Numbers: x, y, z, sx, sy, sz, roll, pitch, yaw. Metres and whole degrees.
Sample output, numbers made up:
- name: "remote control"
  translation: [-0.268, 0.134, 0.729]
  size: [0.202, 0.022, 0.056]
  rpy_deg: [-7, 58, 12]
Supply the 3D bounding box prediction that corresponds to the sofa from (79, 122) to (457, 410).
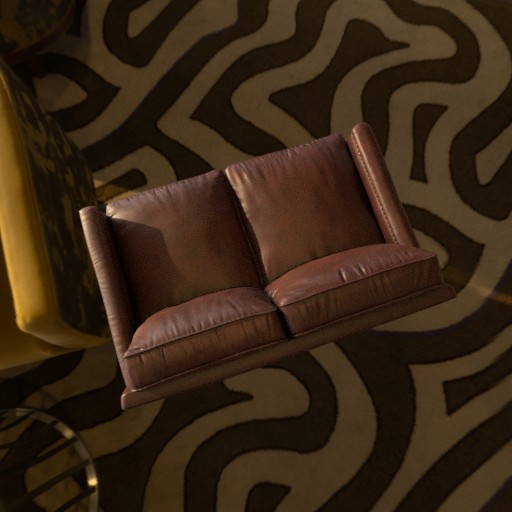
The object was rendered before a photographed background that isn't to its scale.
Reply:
- name: "sofa"
  translation: [0.000, 0.000, 2.323]
  size: [1.628, 1.003, 1.083]
  rpy_deg: [-18, 77, -4]
